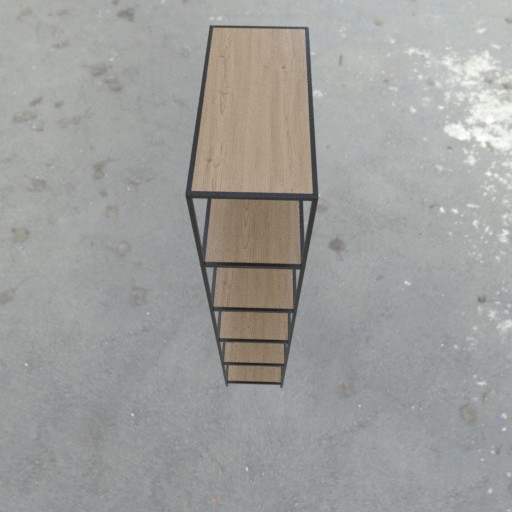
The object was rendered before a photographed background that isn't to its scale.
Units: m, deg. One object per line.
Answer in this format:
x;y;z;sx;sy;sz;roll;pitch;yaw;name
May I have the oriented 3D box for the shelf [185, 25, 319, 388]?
0.000;0.000;2.151;0.350;1.850;0.770;1;58;1;shelf
